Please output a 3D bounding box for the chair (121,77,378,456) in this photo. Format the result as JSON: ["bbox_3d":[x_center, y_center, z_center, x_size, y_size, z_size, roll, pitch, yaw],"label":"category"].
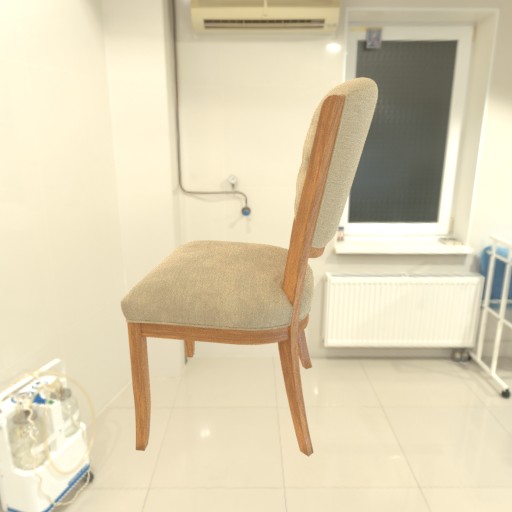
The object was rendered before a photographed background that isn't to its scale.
[{"bbox_3d":[0.000,0.000,1.224,0.584,0.905,0.513,2,16,6],"label":"chair"}]
